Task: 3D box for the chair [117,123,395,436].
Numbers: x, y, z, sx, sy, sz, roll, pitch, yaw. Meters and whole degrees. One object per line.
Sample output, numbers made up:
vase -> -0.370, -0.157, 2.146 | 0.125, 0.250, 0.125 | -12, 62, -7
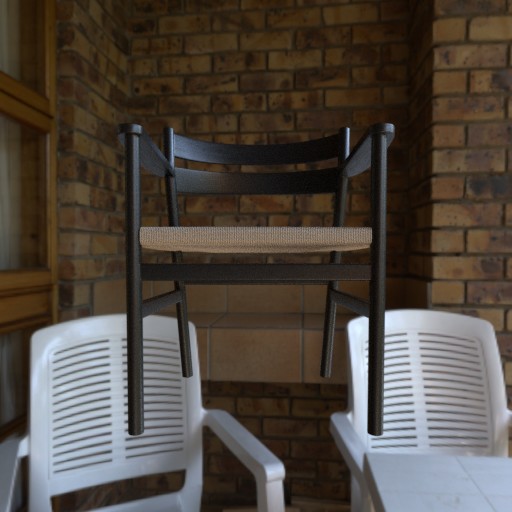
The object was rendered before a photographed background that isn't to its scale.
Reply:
chair -> 0.000, 0.000, 1.196 | 0.630, 0.775, 0.508 | 0, 1, 0
